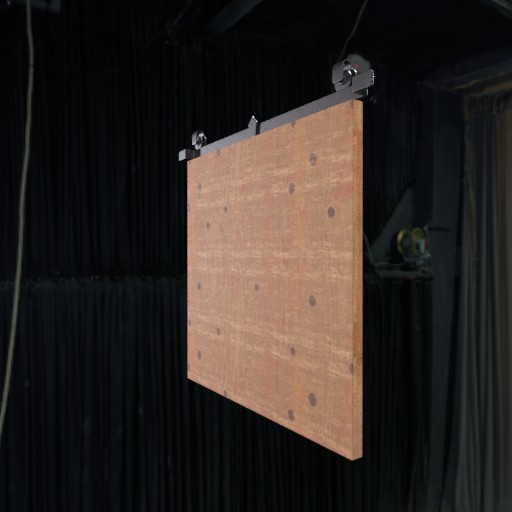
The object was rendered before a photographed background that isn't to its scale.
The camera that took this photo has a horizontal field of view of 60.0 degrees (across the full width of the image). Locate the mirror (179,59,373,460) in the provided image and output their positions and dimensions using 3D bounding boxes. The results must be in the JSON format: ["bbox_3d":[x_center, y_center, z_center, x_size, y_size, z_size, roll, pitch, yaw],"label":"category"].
[{"bbox_3d":[0.000,0.000,1.155,0.054,0.800,0.805,0,0,-35],"label":"mirror"}]
